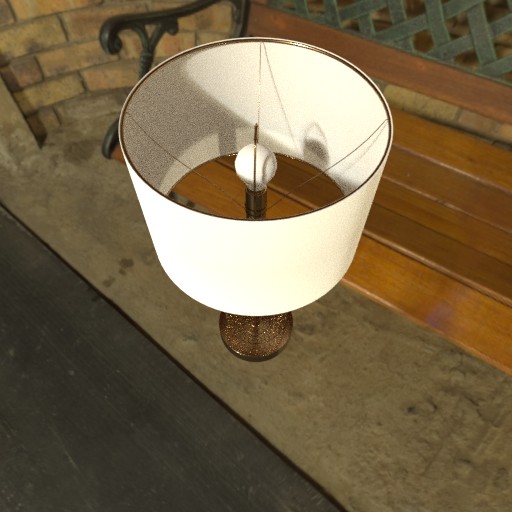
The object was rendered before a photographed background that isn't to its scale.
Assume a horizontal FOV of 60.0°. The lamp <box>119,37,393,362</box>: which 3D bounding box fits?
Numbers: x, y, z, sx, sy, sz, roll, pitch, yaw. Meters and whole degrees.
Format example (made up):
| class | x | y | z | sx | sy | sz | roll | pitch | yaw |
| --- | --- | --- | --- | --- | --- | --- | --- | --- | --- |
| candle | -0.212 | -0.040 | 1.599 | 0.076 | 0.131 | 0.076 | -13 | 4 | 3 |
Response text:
| class | x | y | z | sx | sy | sz | roll | pitch | yaw |
| --- | --- | --- | --- | --- | --- | --- | --- | --- | --- |
| lamp | 0.000 | 0.000 | 0.614 | 0.252 | 0.483 | 0.252 | 2 | 57 | 1 |
